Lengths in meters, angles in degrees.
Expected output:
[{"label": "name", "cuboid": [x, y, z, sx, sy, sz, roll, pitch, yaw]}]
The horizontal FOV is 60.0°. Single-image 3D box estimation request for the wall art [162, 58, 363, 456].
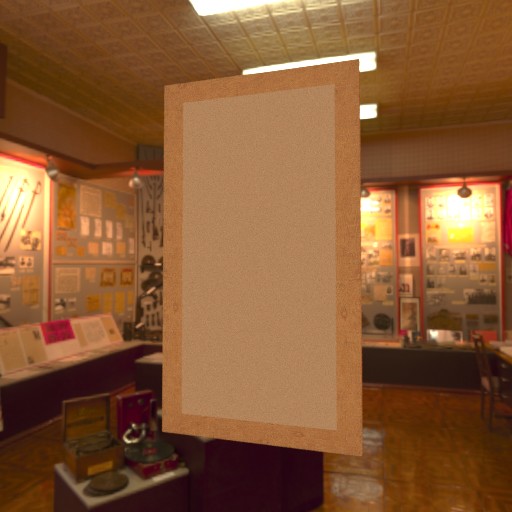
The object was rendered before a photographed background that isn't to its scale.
[{"label": "wall art", "cuboid": [0.000, 0.000, 0.824, 0.381, 0.683, 0.013, -1, -2, 18]}]
